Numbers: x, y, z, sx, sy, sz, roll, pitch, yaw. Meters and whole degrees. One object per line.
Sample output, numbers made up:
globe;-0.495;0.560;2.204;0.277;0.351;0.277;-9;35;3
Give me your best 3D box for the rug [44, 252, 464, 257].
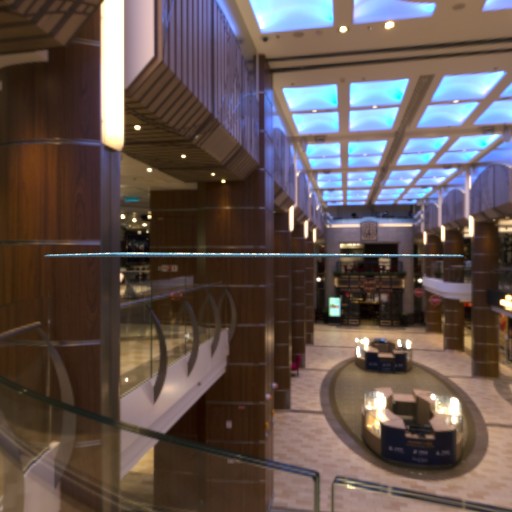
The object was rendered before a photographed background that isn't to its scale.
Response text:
rug;0.000;0.000;2.319;1.833;0.012;1.211;0;0;-35
